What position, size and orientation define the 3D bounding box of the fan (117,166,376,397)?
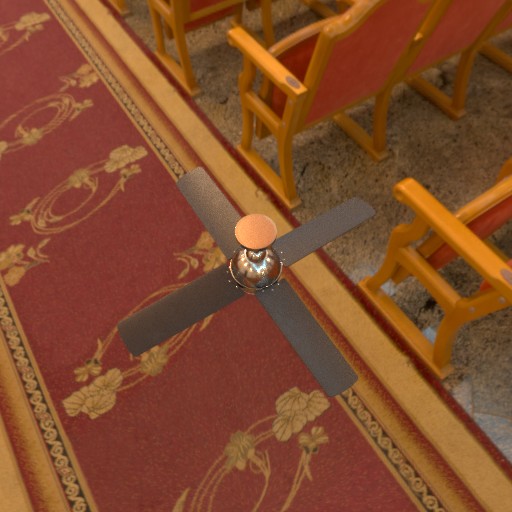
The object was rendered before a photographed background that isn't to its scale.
[{"bbox_3d":[0.000,0.000,1.963,1.332,0.403,1.332,-29,64,-16],"label":"fan"}]
